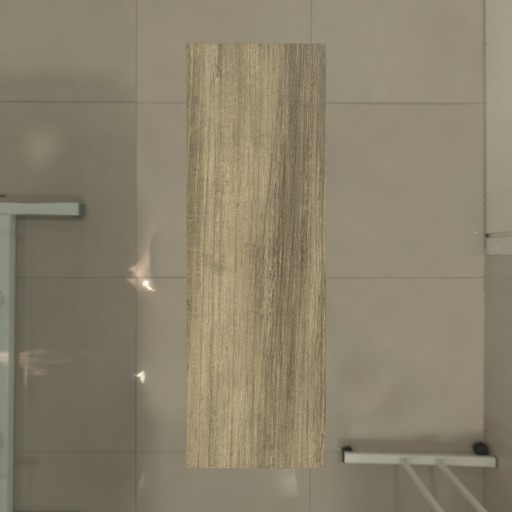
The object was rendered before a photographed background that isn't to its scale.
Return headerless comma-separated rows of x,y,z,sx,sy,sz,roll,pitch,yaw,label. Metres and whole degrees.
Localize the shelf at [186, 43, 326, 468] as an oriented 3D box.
0.000,0.000,0.698,0.200,0.125,0.610,0,90,0,shelf
